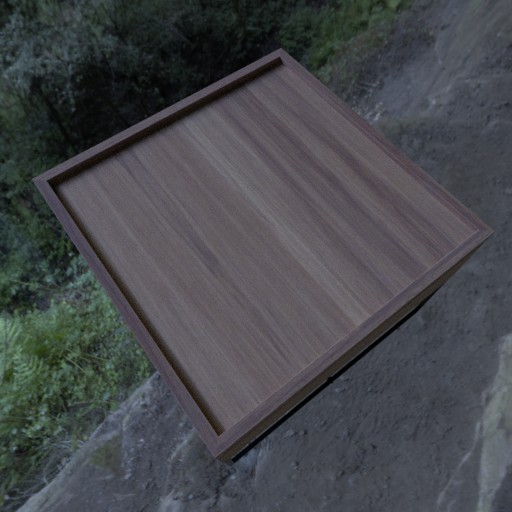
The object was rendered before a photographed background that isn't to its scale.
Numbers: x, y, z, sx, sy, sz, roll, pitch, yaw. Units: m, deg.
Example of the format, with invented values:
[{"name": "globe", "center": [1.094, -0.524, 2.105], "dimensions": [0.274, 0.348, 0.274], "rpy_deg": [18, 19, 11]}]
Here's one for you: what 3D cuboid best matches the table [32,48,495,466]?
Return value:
[{"name": "table", "center": [0.000, 0.000, 1.114], "dimensions": [0.676, 0.464, 0.679], "rpy_deg": [-34, 68, -16]}]
